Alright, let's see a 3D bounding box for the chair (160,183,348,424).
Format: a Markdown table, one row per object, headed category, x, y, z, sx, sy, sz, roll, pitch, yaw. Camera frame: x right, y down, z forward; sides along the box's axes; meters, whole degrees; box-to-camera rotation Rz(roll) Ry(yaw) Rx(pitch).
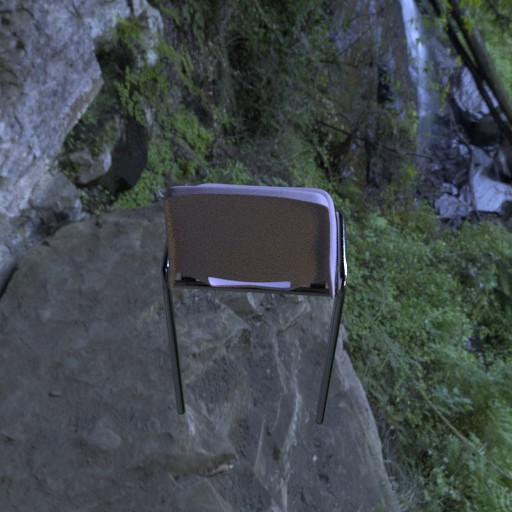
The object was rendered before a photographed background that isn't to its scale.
| category | x | y | z | sx | sy | sz | roll | pitch | yaw |
| --- | --- | --- | --- | --- | --- | --- | --- | --- | --- |
| chair | 0.000 | 0.000 | 0.957 | 0.381 | 0.704 | 0.436 | 3 | 48 | 3 |
